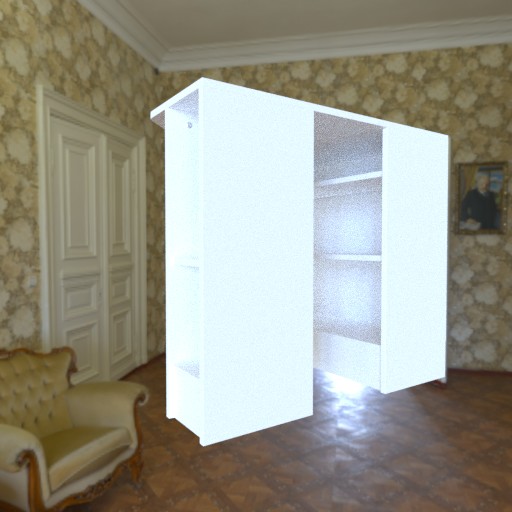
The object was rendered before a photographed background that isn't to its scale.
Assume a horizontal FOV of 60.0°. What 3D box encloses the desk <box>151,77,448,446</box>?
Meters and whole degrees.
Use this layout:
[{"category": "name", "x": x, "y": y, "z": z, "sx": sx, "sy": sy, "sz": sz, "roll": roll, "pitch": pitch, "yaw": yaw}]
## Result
[{"category": "desk", "x": 0.000, "y": 0.000, "z": 1.630, "sx": 0.926, "sy": 0.818, "sz": 0.940, "roll": -1, "pitch": 2, "yaw": -34}]
